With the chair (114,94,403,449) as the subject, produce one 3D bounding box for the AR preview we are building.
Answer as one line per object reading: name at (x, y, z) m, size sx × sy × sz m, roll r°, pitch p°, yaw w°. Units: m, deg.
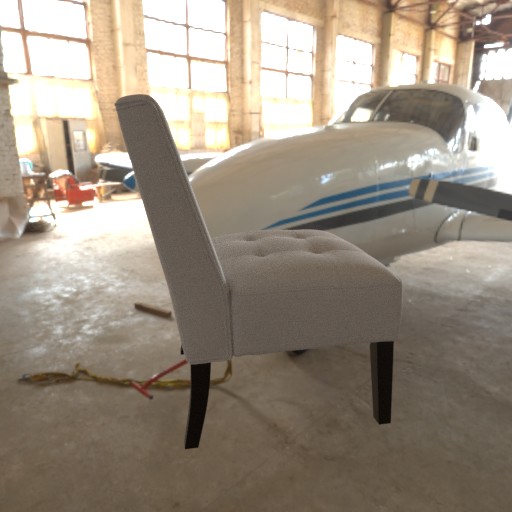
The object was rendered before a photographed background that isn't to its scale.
chair at (0.000, 0.000, 1.300) m, size 0.676 × 0.853 × 0.569 m, roll -3°, pitch 16°, yaw -10°
